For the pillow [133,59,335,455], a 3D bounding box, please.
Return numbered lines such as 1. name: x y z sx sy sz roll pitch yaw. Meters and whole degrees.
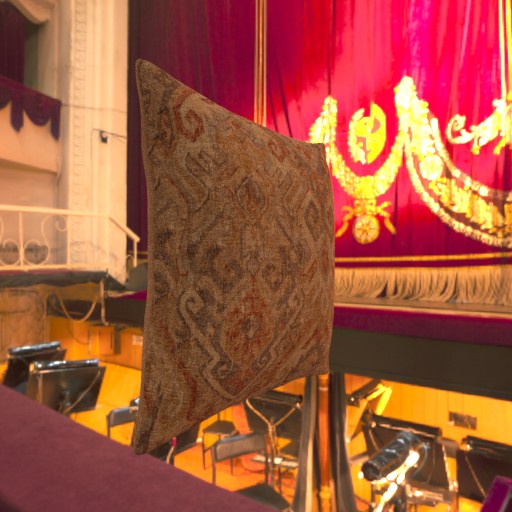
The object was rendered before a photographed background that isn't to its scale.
1. pillow: 0.000 0.000 0.768 0.166 0.506 0.523 -1 -1 36
